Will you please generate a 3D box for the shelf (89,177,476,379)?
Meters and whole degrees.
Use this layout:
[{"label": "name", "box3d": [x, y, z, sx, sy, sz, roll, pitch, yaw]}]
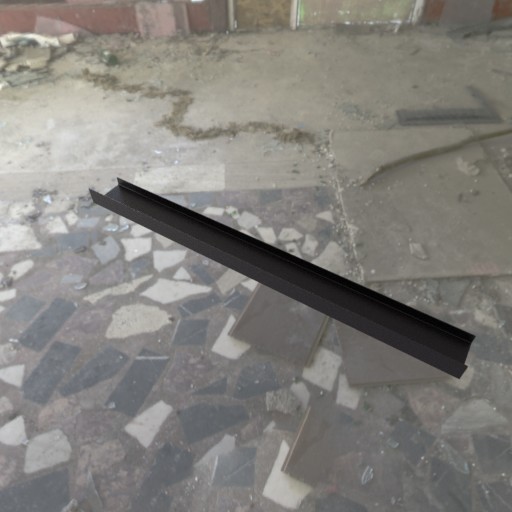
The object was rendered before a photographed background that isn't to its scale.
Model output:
[{"label": "shelf", "box3d": [0.000, 0.000, 0.978, 0.924, 0.049, 0.092, 25, 52, 21]}]
